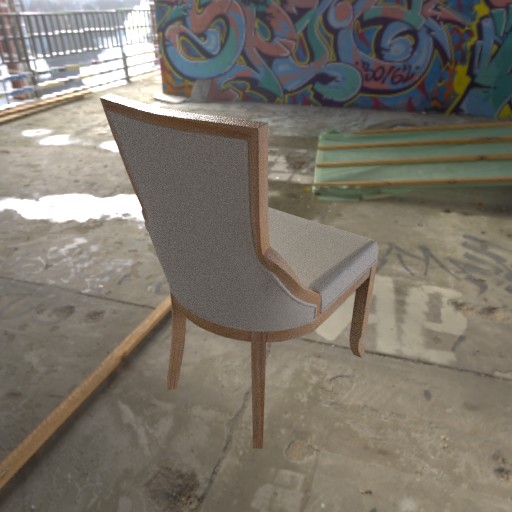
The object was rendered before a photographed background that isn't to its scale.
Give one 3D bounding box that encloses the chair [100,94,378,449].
[{"bbox_3d":[0.000,0.000,1.321,0.524,0.947,0.641,21,36,32],"label":"chair"}]
